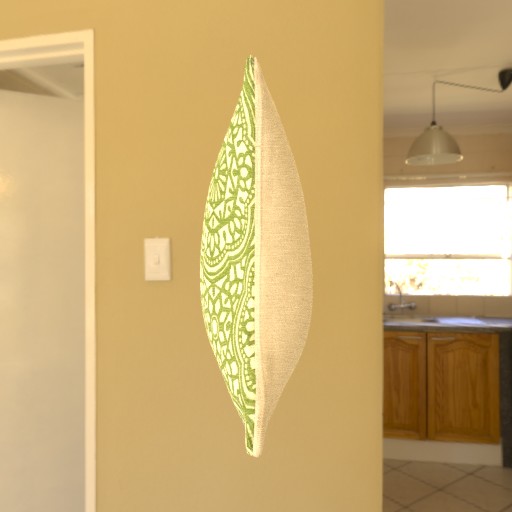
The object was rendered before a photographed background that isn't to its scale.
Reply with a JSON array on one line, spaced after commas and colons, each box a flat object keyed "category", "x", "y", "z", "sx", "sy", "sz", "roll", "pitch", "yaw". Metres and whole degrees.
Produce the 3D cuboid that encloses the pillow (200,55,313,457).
[{"category": "pillow", "x": 0.000, "y": 0.000, "z": 0.675, "sx": 0.162, "sy": 0.419, "sz": 0.440, "roll": 0, "pitch": 0, "yaw": 1}]
